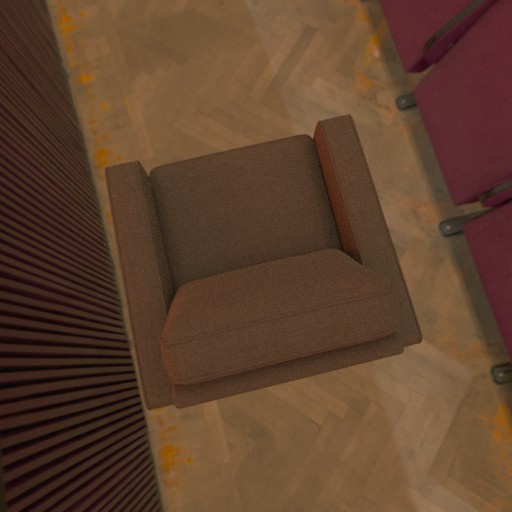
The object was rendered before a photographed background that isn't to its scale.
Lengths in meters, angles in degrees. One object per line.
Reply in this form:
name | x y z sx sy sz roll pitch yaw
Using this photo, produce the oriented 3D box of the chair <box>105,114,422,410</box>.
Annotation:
chair | 0.000 0.000 1.729 1.017 0.919 0.940 -13 77 -3
